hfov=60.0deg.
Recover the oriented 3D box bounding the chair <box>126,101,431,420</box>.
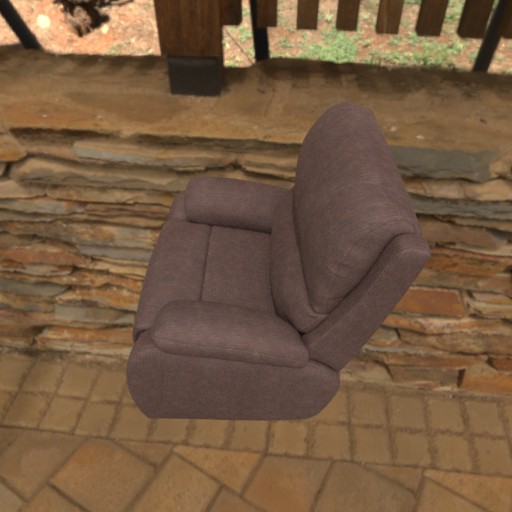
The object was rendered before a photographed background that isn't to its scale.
[{"bbox_3d":[0.000,0.000,1.691,0.899,1.011,0.930,1,42,1],"label":"chair"}]
